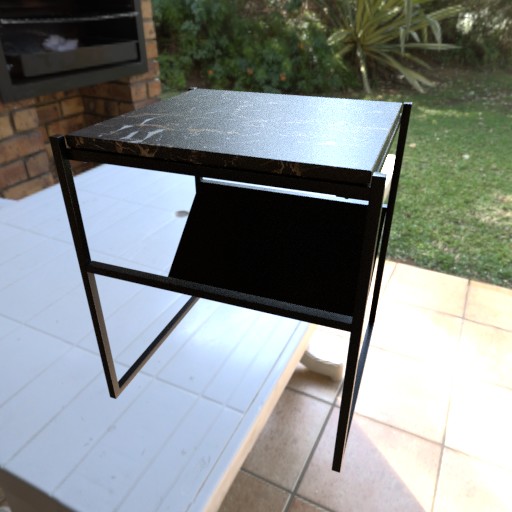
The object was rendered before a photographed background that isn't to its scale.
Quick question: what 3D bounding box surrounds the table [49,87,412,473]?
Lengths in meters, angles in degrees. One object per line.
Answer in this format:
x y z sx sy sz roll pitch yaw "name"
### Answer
0.000 0.000 0.868 0.469 0.534 0.432 11 32 18 "table"
